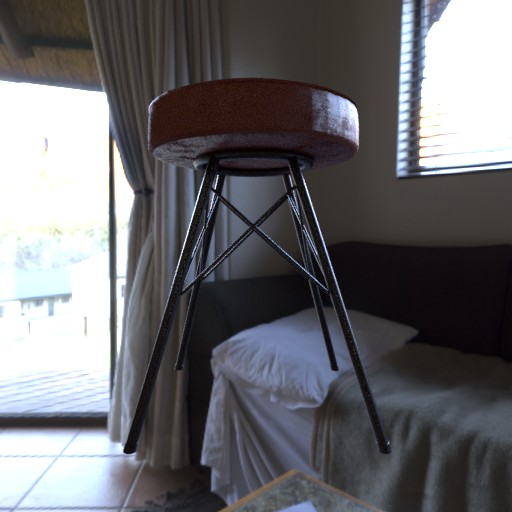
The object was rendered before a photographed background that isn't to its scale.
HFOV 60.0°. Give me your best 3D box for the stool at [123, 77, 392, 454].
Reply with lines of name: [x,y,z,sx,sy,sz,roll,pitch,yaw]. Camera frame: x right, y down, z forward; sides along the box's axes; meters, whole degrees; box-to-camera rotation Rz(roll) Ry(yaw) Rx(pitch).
stool: [0.000,0.000,0.897,0.421,0.593,0.457,0,2,0]
